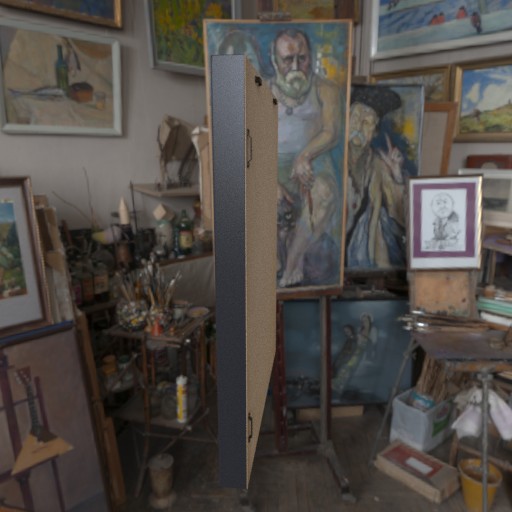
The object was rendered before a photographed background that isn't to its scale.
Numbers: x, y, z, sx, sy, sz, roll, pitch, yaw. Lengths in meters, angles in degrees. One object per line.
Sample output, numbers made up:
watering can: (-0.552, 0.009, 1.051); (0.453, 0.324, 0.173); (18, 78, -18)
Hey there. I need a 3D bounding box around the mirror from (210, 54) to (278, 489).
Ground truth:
mirror: (0.000, 0.000, 0.697); (0.041, 0.508, 0.405); (2, 13, 7)
